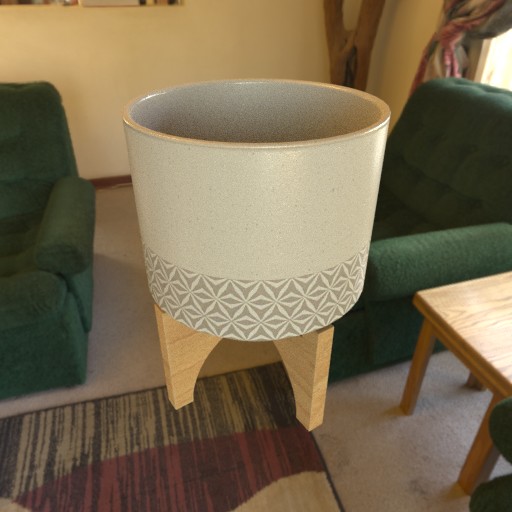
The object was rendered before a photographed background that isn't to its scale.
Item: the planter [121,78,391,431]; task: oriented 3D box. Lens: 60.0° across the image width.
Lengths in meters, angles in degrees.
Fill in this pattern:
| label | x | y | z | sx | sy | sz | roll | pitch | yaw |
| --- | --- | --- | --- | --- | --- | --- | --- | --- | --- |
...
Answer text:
| label | x | y | z | sx | sy | sz | roll | pitch | yaw |
| --- | --- | --- | --- | --- | --- | --- | --- | --- | --- |
| planter | 0.000 | 0.000 | 0.512 | 0.249 | 0.343 | 0.249 | 0 | 32 | 0 |
